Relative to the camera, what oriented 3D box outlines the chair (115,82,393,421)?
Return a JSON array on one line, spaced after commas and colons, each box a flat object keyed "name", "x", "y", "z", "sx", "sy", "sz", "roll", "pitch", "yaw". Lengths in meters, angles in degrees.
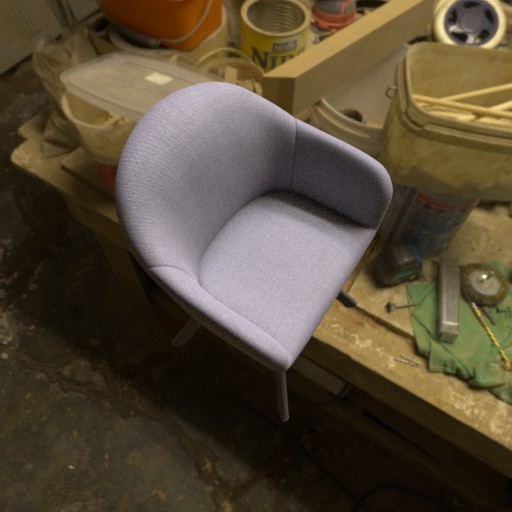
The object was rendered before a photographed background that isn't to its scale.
[{"name": "chair", "x": 0.000, "y": 0.000, "z": 1.217, "sx": 0.550, "sy": 0.795, "sz": 0.590, "roll": 30, "pitch": 63, "yaw": 17}]
